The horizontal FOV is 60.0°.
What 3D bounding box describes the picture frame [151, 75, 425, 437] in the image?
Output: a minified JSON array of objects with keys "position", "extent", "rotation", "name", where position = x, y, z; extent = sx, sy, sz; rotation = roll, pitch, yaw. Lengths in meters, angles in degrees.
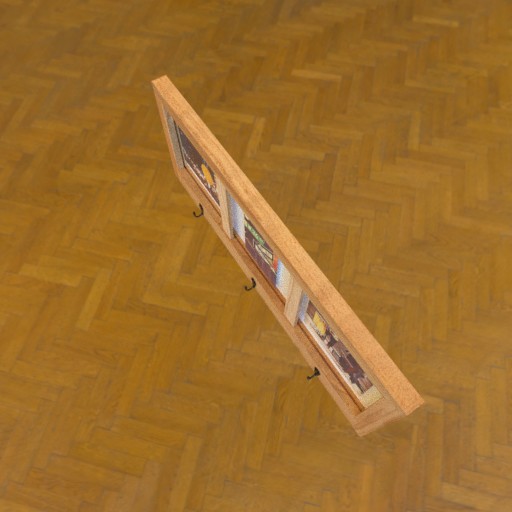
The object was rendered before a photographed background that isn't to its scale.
[{"position":[0.000,0.000,0.675],"extent":[0.045,0.234,0.582],"rotation":[-30,67,-14],"name":"picture frame"}]
